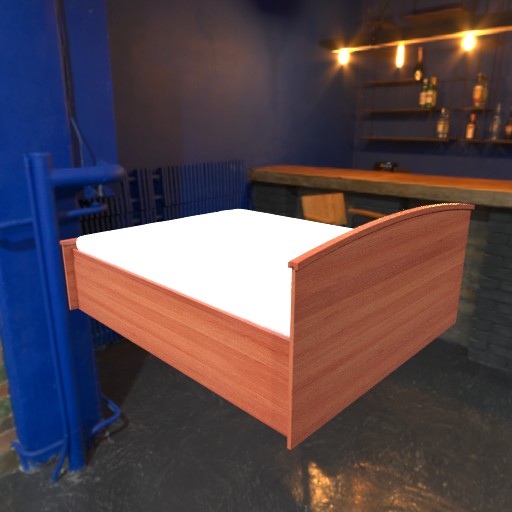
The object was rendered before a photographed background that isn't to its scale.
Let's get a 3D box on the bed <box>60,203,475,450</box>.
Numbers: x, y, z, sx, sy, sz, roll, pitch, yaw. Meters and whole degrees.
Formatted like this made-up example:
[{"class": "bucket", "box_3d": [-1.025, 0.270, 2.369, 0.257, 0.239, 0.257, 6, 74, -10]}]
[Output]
[{"class": "bed", "box_3d": [0.000, 0.000, 2.892, 2.053, 0.848, 1.683, 15, 22, 42]}]
